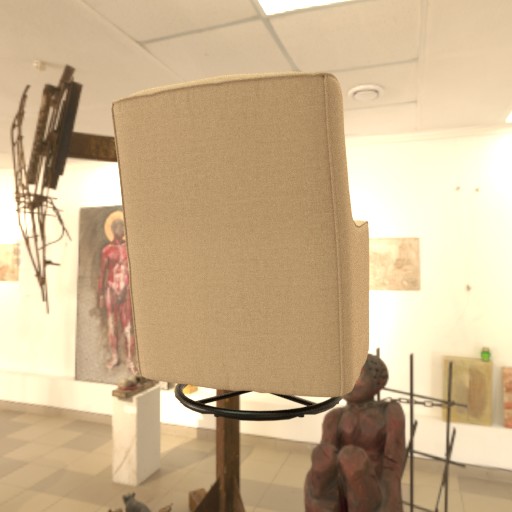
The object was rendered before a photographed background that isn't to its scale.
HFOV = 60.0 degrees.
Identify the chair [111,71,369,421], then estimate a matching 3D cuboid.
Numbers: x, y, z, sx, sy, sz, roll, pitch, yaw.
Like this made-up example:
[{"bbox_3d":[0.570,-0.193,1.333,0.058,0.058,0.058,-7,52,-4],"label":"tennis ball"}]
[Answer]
[{"bbox_3d":[0.000,0.000,1.589,0.732,0.993,0.879,0,0,19],"label":"chair"}]
